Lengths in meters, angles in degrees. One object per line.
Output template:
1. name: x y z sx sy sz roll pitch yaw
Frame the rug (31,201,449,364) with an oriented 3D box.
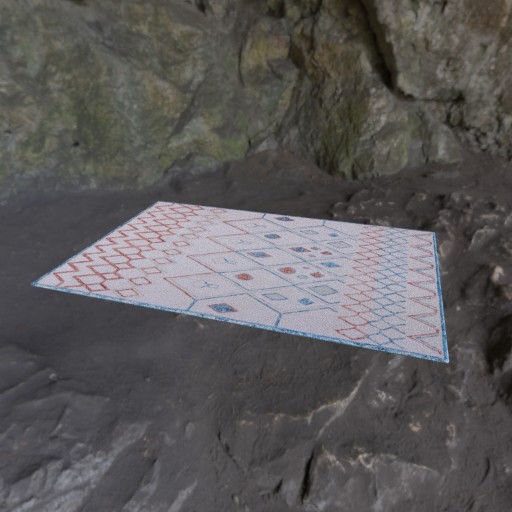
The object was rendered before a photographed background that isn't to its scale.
1. rug: 0.000 0.000 2.346 1.829 0.016 1.219 8 28 16
